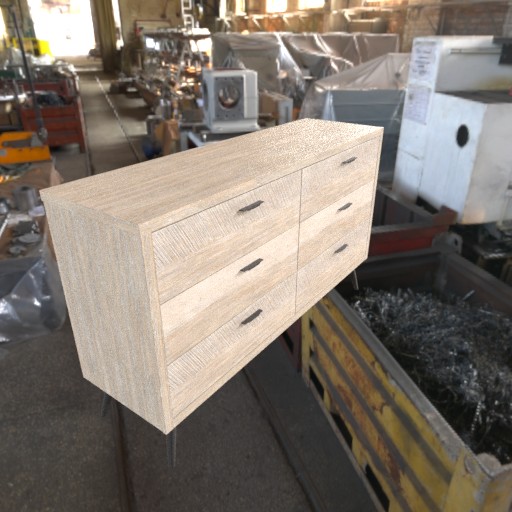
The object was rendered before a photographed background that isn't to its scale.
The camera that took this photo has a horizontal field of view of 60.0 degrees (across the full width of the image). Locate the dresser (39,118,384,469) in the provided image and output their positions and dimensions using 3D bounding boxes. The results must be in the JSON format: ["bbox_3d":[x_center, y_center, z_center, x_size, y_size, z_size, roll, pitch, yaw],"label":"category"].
[{"bbox_3d":[0.000,0.000,1.934,0.457,0.914,1.524,18,32,32],"label":"dresser"}]
